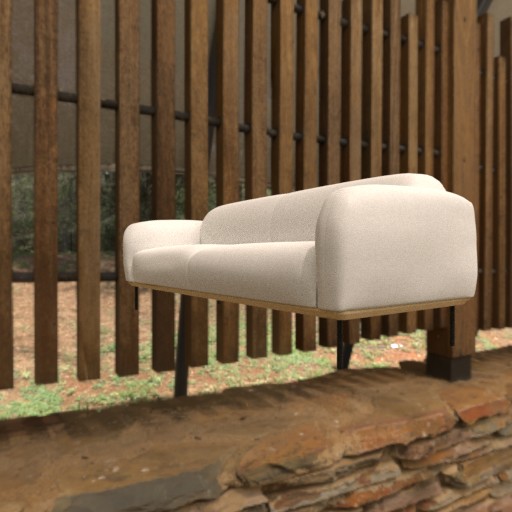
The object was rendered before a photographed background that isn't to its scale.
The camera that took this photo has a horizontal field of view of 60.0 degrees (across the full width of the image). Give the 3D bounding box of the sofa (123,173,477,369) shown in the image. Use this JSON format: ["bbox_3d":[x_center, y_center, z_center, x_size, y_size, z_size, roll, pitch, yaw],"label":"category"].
[{"bbox_3d":[0.000,0.000,2.561,0.880,0.780,2.257,0,0,-35],"label":"sofa"}]
